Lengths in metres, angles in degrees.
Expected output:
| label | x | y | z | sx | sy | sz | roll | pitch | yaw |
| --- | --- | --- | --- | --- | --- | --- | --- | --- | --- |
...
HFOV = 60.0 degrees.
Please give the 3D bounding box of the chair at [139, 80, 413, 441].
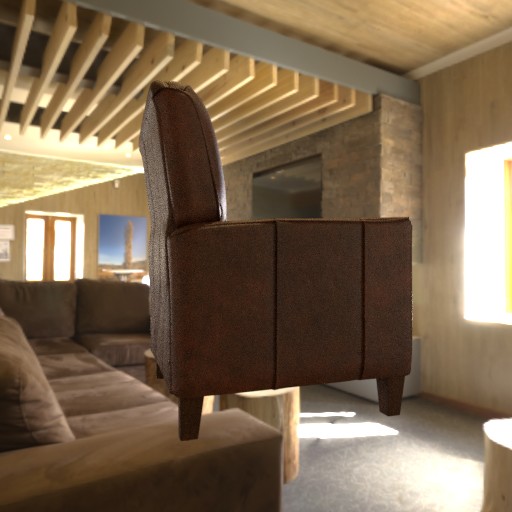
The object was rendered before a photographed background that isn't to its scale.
| label | x | y | z | sx | sy | sz | roll | pitch | yaw |
| --- | --- | --- | --- | --- | --- | --- | --- | --- | --- |
| chair | 0.000 | 0.000 | 1.678 | 0.836 | 1.043 | 0.843 | 0 | -1 | -18 |
